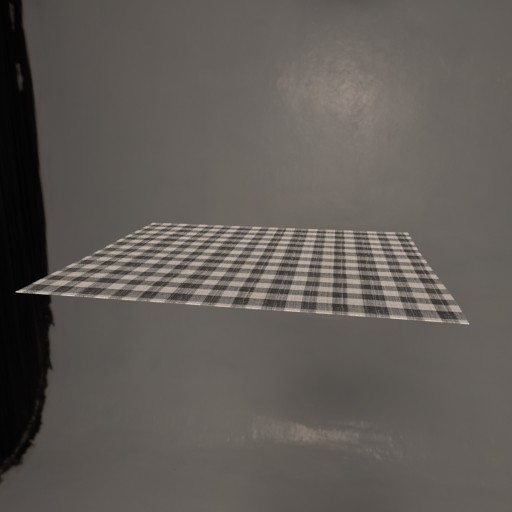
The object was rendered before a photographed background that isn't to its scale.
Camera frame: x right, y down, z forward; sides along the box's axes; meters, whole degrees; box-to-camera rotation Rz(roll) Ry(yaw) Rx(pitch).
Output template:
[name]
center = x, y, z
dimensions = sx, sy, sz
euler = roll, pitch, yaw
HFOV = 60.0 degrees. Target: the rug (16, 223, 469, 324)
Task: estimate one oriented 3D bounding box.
[rug]
center = 0.000, 0.000, 4.032
dimensions = 3.021, 0.013, 2.432
euler = 3, 16, 10
